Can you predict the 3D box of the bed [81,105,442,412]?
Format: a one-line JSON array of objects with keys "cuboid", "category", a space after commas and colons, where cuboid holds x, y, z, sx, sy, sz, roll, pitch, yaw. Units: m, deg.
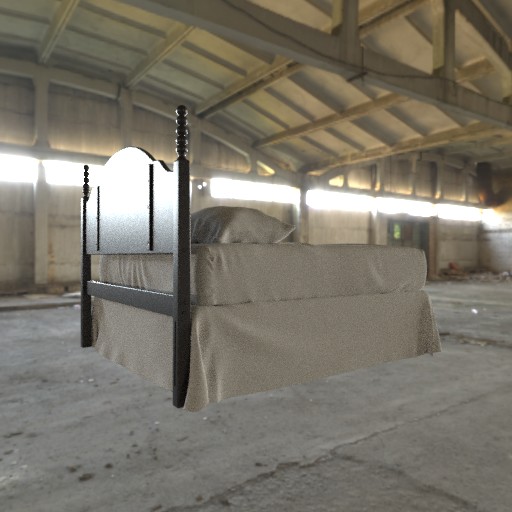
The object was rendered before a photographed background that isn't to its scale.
[{"cuboid": [0.000, 0.000, 3.219, 2.040, 1.356, 1.873, 0, 0, -36], "category": "bed"}]
